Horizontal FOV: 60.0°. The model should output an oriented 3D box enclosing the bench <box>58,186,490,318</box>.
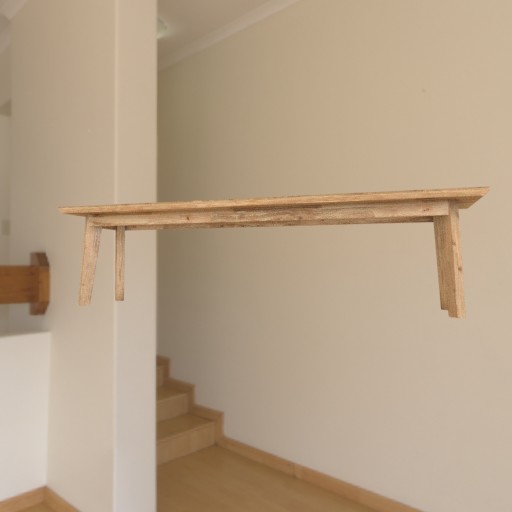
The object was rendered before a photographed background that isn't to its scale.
[{"bbox_3d":[0.000,0.000,1.858,1.698,0.431,0.378,0,-1,18],"label":"bench"}]
